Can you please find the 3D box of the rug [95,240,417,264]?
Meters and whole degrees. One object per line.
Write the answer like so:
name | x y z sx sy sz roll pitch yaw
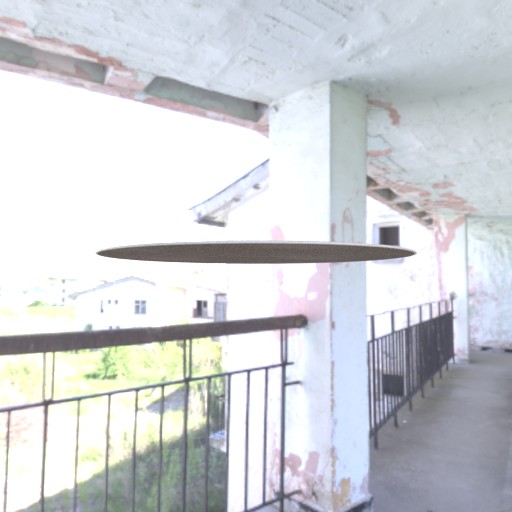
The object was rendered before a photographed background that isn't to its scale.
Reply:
rug | 0.000 0.000 2.332 1.593 0.012 1.593 0 -4 0
